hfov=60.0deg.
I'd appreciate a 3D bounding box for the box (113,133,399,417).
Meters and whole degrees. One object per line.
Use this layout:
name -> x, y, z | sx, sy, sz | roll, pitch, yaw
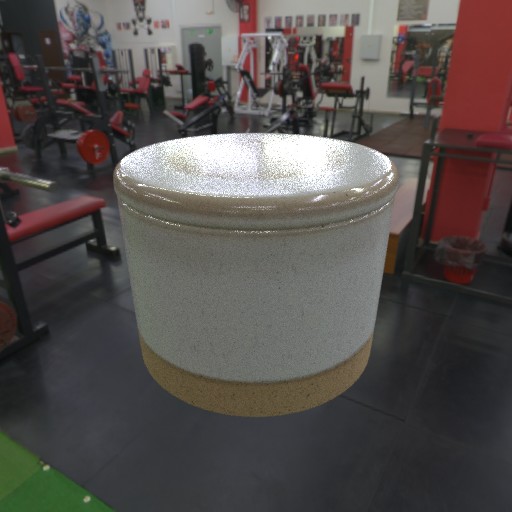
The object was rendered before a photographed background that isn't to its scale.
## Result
box -> 0.000, 0.000, 0.272 | 0.154, 0.123, 0.154 | 0, 26, 0
